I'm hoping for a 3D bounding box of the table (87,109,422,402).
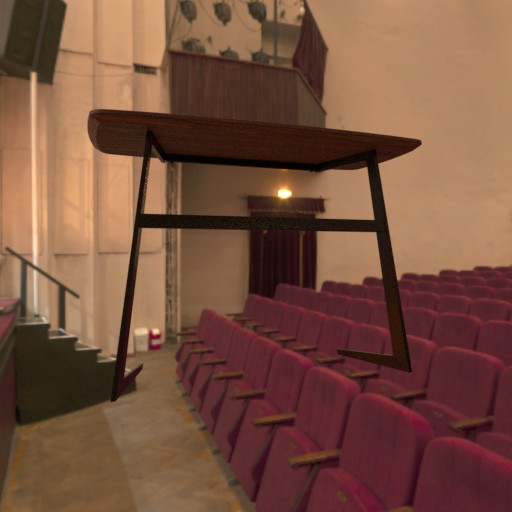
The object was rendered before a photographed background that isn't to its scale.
[{"bbox_3d":[0.000,0.000,1.133,0.804,0.576,0.361,0,0,-18],"label":"table"}]
